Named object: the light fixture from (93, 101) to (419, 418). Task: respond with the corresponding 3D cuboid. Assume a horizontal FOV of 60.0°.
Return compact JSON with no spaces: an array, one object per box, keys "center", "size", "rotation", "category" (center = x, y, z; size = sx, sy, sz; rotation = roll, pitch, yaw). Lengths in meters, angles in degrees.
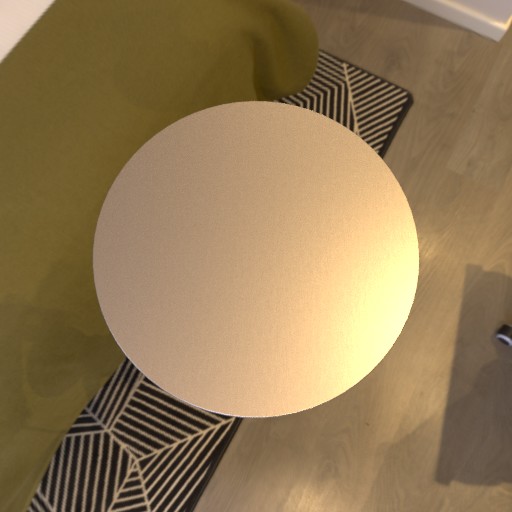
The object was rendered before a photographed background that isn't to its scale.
[{"center":[0.000,0.000,0.547],"size":[0.368,0.100,0.368],"rotation":[0,76,0],"category":"light fixture"}]
